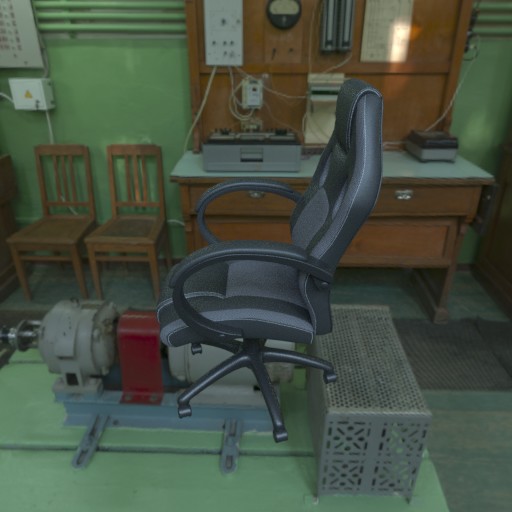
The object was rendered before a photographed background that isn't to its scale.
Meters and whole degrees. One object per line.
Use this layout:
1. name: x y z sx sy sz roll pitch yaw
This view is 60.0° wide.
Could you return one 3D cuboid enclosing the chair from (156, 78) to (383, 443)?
1. chair: 0.000 0.000 1.609 0.724 1.187 0.673 0 27 0
